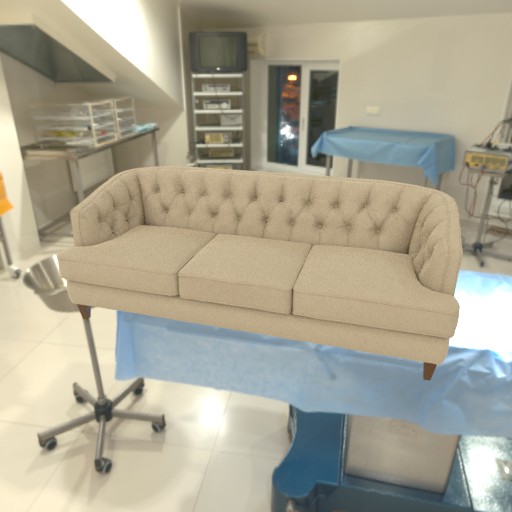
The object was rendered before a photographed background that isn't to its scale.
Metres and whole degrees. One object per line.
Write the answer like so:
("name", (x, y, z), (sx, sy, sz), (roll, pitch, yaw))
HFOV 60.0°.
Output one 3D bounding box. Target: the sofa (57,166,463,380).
("sofa", (0.000, 0.000, 2.767), (2.278, 0.855, 0.941), (7, 25, 15))
